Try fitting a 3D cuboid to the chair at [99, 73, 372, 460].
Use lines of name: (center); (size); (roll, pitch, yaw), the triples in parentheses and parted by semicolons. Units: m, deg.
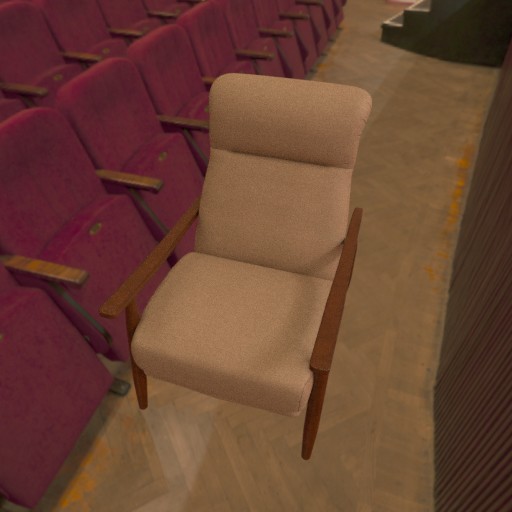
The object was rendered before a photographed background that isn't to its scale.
chair: (0.000, 0.000, 1.776); (0.762, 1.082, 1.030); (12, 42, 13)
